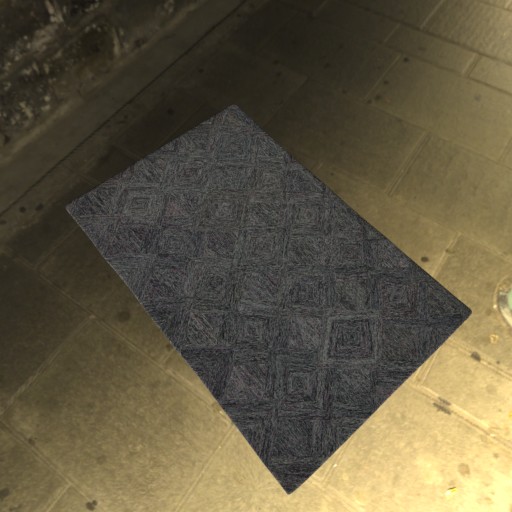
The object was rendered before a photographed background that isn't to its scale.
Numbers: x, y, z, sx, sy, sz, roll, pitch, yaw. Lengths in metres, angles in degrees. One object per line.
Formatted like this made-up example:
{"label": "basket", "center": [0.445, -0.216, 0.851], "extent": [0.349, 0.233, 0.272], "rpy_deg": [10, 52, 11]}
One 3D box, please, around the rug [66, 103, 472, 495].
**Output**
{"label": "rug", "center": [0.000, 0.000, 2.178], "extent": [1.158, 0.013, 1.752], "rpy_deg": [-37, 68, -18]}
